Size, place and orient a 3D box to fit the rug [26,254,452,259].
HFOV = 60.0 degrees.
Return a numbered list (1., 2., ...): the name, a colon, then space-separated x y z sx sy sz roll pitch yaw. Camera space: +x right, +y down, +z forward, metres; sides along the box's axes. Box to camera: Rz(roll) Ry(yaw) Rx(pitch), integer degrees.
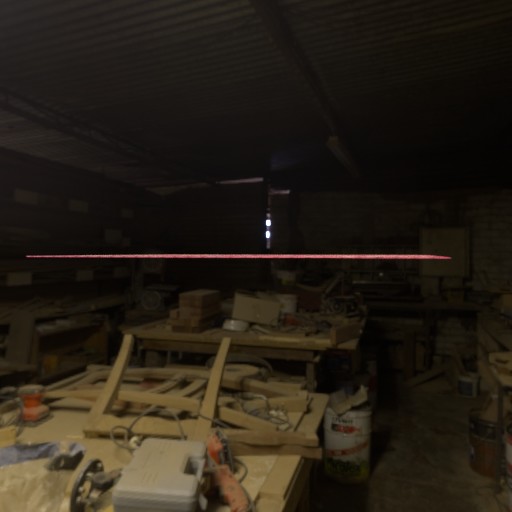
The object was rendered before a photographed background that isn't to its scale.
1. rug: 0.000 0.000 2.876 2.184 0.007 1.579 0 1 18
